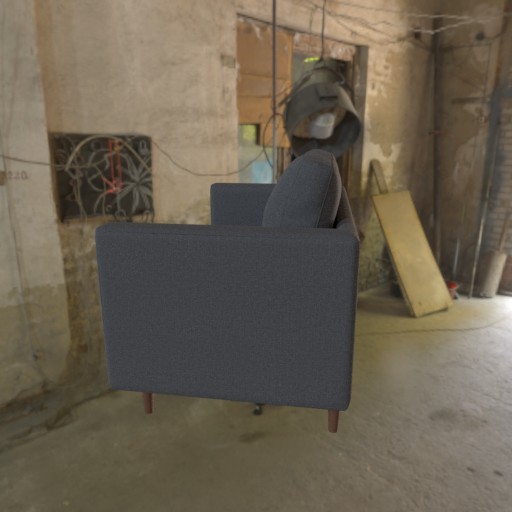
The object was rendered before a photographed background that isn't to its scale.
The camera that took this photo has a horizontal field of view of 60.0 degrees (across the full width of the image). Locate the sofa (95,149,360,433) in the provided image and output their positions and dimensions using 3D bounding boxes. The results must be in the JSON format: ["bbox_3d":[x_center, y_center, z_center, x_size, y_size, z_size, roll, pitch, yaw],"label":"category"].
[{"bbox_3d":[0.000,0.000,1.966,0.796,0.908,1.430,2,15,9],"label":"sofa"}]
